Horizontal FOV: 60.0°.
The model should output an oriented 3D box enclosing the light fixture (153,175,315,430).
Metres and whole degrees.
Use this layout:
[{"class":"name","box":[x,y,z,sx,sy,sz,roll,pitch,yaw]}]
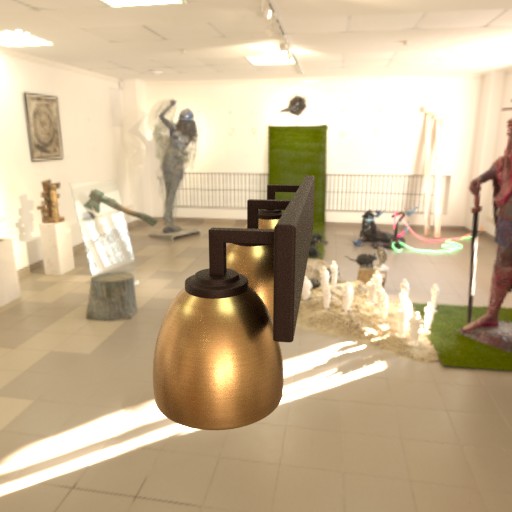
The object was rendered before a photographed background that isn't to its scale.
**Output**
[{"class":"light fixture","box":[0.000,0.000,0.684,0.157,0.204,0.582,2,15,9]}]
